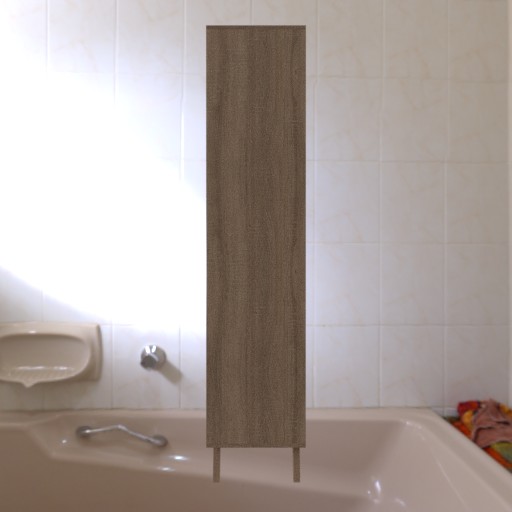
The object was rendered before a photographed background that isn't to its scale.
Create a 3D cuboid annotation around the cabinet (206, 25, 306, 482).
[{"bbox_3d":[0.000,0.000,2.064,0.400,1.850,0.570,0,0,0],"label":"cabinet"}]
